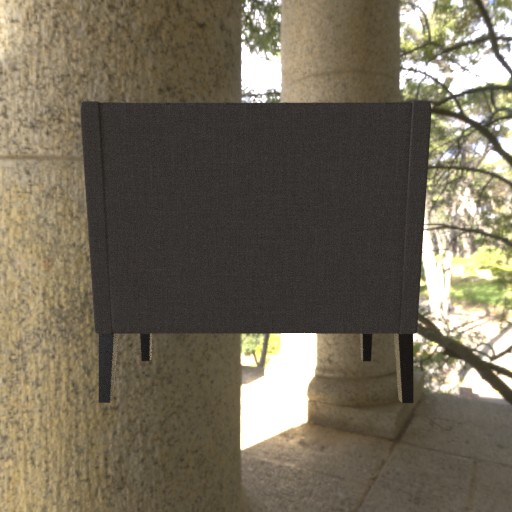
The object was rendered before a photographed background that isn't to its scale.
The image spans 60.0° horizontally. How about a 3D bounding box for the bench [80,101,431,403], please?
[{"bbox_3d":[0.000,0.000,2.005,1.276,1.121,0.842,0,1,0],"label":"bench"}]
